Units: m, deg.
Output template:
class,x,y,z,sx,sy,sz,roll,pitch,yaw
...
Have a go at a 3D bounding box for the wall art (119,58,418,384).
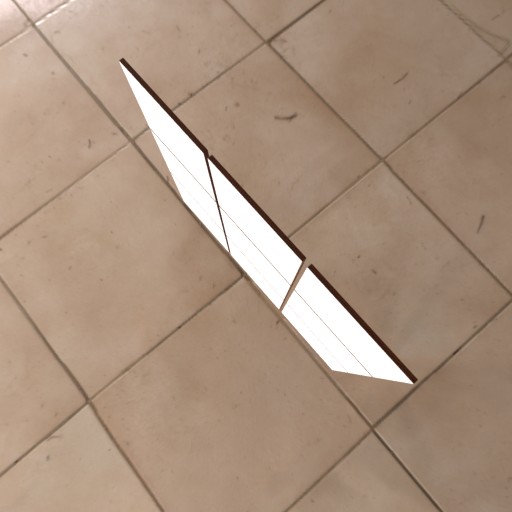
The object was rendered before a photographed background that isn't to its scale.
class,x,y,z,sx,sy,sz,roll,pitch,yaw
wall art,0.000,0.000,1.852,0.017,1.246,1.256,-40,80,-8
